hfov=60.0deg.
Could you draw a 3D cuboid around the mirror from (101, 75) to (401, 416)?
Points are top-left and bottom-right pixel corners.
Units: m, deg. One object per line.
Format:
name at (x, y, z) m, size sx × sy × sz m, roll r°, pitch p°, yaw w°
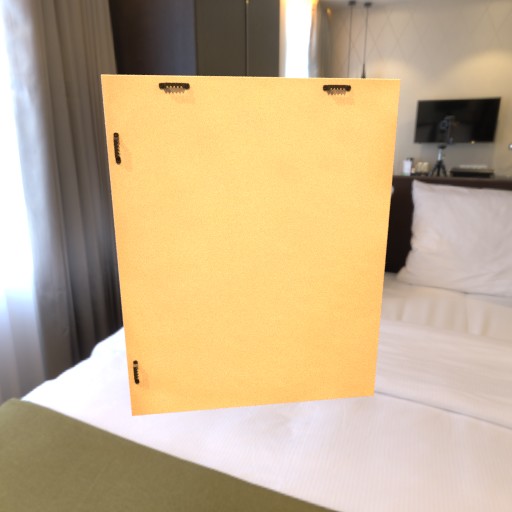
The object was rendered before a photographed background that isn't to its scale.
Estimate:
mirror at (0.000, 0.000, 0.680) m, size 0.406 × 0.509 × 0.041 m, roll -2°, pitch 16°, yaw -8°
